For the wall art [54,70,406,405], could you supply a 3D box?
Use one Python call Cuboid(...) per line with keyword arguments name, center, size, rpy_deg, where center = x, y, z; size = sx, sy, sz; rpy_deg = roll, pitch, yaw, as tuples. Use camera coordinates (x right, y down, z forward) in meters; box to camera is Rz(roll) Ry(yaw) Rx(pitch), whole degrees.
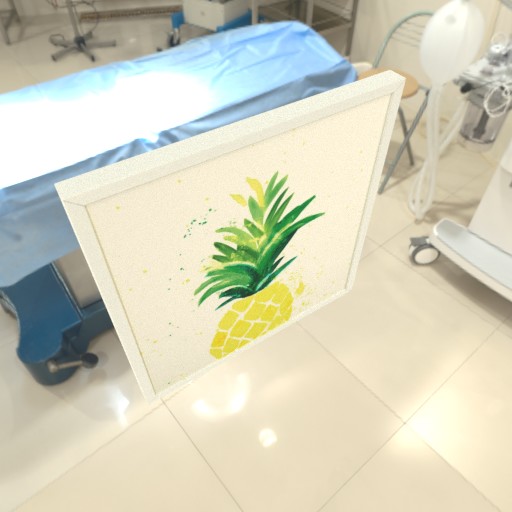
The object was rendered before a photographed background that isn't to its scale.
Cuboid(name="wall art", center=(0.000, 0.000, 0.459), size=(0.307, 0.307, 0.020), rpy_deg=(-26, 52, -22))
